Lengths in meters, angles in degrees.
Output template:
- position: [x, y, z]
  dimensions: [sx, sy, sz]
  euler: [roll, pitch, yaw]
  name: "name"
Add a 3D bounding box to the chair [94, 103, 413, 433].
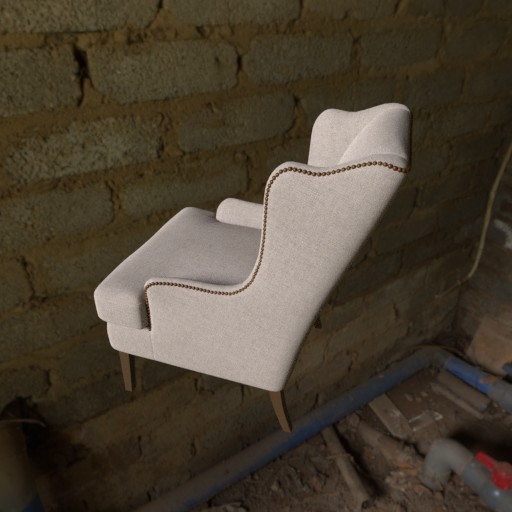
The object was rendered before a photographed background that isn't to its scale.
- position: [0.000, 0.000, 1.630]
  dimensions: [0.940, 1.029, 0.737]
  euler: [9, 31, 15]
  name: "chair"
